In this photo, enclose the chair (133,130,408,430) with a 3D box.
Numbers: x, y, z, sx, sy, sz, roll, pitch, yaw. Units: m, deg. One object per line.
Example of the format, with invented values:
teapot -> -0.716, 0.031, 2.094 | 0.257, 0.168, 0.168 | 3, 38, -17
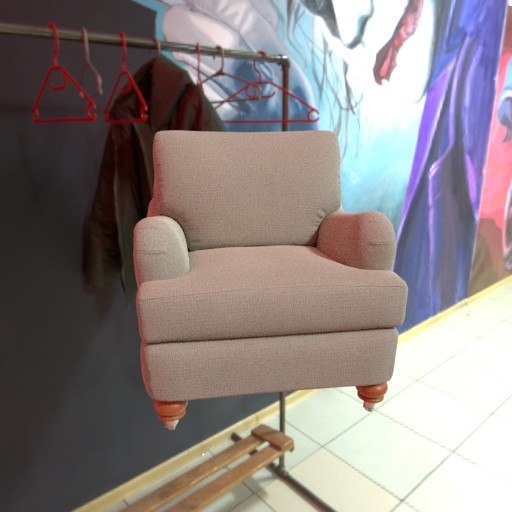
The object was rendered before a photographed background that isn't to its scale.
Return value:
chair -> 0.000, 0.000, 1.910 | 0.955, 1.038, 1.070 | -2, 16, -8
